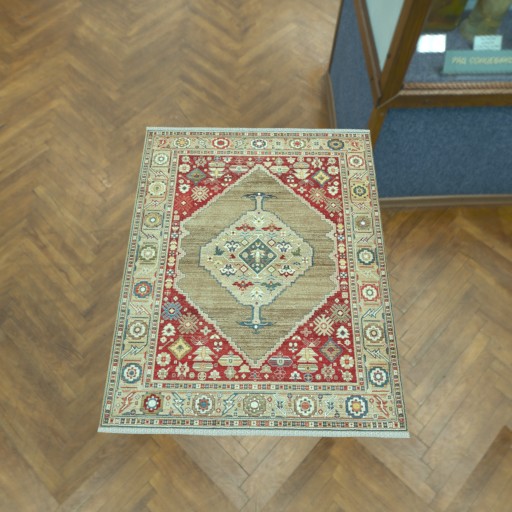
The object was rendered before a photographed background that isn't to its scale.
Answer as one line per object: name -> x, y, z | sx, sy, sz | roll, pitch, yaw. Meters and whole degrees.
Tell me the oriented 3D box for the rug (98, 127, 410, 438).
rug -> 0.000, 0.000, 4.165 | 2.451, 0.008, 3.143 | 1, 64, 0
